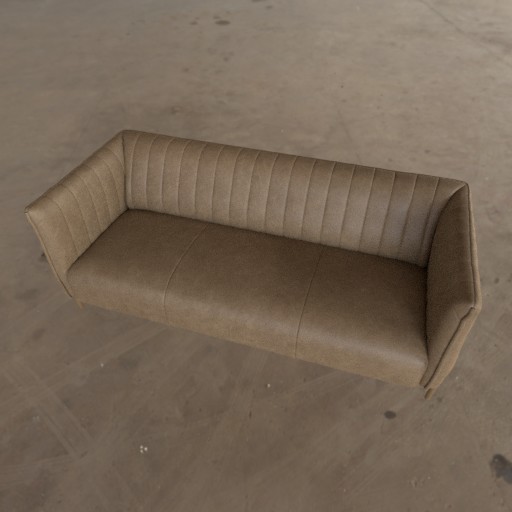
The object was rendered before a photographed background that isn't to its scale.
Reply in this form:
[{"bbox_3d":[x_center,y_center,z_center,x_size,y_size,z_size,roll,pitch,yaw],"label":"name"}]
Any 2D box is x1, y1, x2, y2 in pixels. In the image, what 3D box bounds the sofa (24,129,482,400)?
[{"bbox_3d":[0.000,0.000,2.298,1.980,0.779,0.876,12,43,13],"label":"sofa"}]
